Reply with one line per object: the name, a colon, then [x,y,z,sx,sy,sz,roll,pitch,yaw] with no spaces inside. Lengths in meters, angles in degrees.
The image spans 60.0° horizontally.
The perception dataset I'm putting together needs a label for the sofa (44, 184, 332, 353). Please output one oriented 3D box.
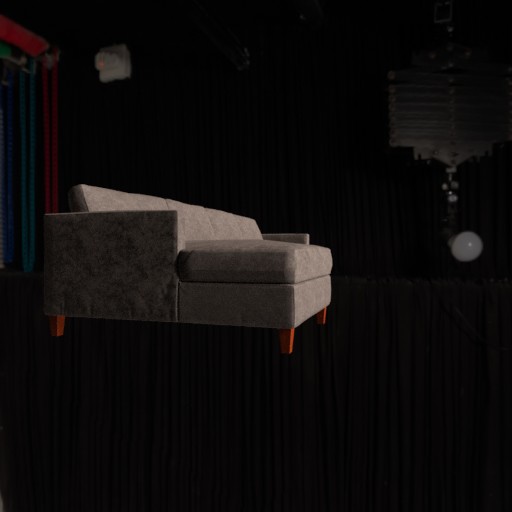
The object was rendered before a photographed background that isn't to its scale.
sofa: [0.000,0.000,4.071,1.606,0.954,3.471,0,1,19]
